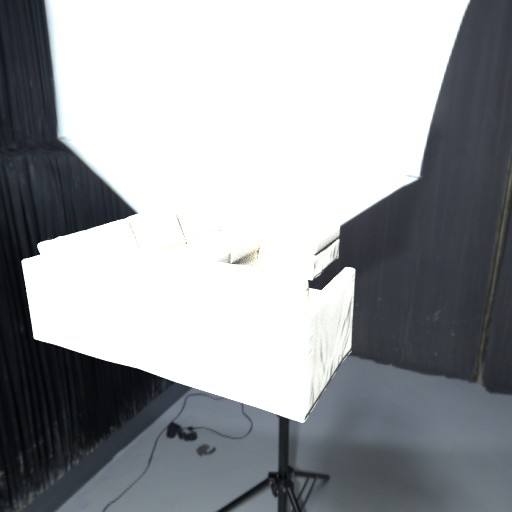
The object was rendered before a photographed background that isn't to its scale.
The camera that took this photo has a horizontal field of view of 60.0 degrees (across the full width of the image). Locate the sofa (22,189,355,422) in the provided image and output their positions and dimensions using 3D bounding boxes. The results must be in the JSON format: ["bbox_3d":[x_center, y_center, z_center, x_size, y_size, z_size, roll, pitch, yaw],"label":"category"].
[{"bbox_3d":[0.000,0.000,4.519,2.427,0.882,3.460,8,18,26],"label":"sofa"}]
